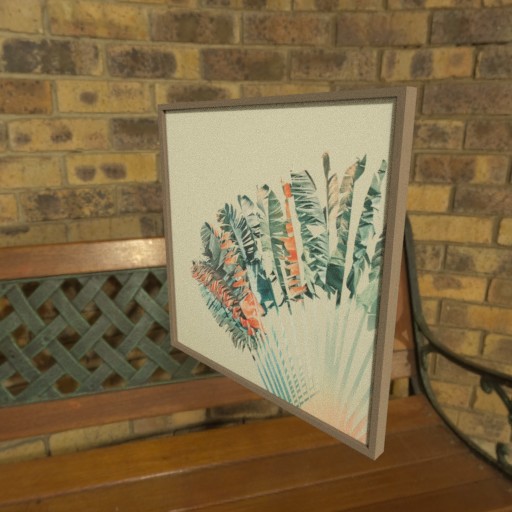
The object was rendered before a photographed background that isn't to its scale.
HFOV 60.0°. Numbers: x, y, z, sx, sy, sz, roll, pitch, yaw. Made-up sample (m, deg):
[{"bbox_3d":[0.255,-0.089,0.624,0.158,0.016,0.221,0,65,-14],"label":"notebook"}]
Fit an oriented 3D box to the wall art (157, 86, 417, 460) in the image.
[{"bbox_3d":[0.000,0.000,1.127,0.761,0.758,0.038,15,22,43],"label":"wall art"}]
